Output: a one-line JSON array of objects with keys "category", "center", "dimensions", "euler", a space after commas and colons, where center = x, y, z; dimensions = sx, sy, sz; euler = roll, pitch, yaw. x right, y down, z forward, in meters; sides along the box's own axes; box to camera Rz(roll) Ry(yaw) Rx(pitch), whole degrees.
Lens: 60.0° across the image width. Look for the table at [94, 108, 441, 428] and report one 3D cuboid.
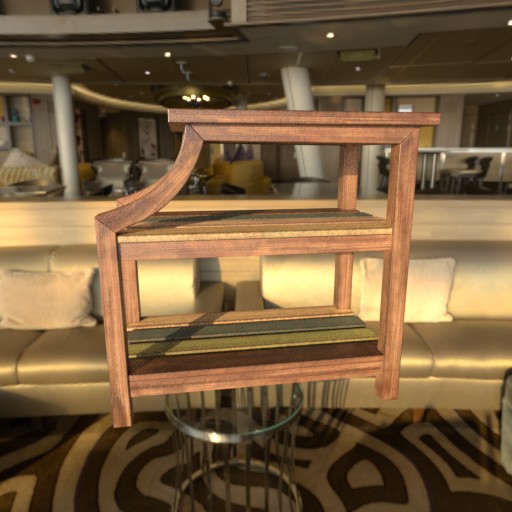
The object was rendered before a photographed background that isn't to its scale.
[{"category": "table", "center": [0.000, 0.000, 0.977], "dimensions": [0.609, 0.584, 0.356], "euler": [-2, 14, -9]}]
